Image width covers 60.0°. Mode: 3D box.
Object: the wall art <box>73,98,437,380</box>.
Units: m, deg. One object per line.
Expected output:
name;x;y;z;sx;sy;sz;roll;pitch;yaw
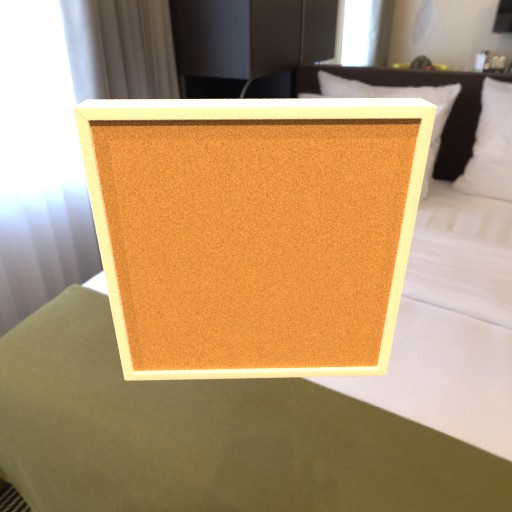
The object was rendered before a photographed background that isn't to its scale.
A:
wall art;0.000;0.000;0.459;0.305;0.305;0.038;-1;29;-1
